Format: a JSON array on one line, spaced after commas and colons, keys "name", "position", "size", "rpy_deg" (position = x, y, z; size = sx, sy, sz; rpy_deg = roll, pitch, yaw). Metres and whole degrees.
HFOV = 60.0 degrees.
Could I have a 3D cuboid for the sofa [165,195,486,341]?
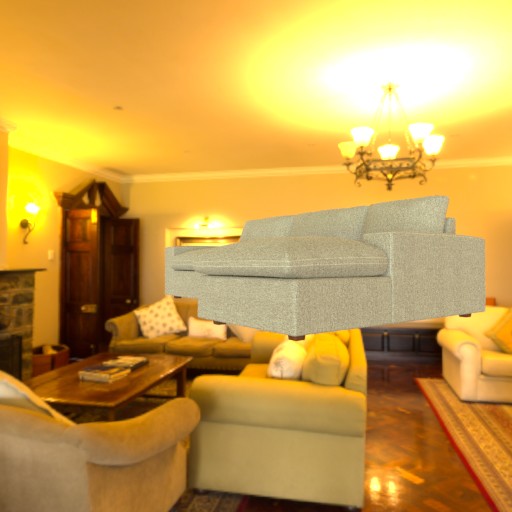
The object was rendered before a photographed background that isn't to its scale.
[{"name": "sofa", "position": [0.000, 0.000, 3.454], "size": [1.689, 0.813, 2.718], "rpy_deg": [1, -1, -37]}]
